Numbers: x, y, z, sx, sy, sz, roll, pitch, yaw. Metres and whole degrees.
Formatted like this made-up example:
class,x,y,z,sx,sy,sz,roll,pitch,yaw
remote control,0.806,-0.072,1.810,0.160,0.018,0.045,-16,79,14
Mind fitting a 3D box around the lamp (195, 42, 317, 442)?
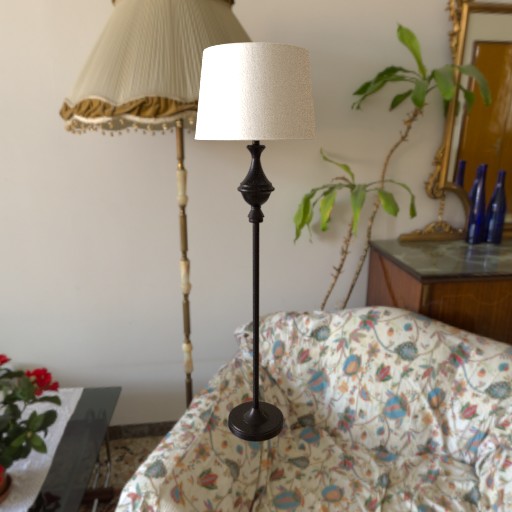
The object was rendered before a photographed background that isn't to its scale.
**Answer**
class,x,y,z,sx,sy,sz,roll,pitch,yaw
lamp,0.000,0.000,1.694,0.431,1.484,0.431,0,16,0
